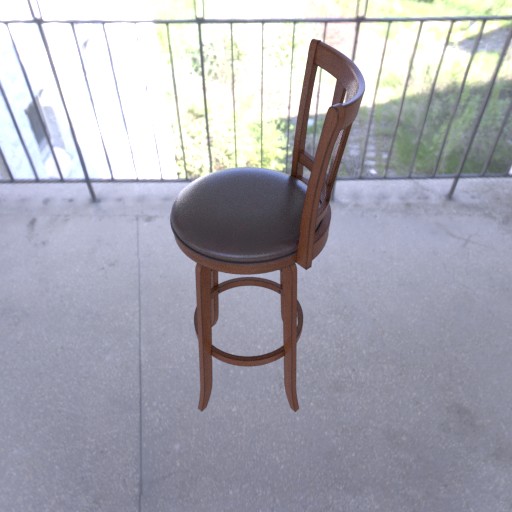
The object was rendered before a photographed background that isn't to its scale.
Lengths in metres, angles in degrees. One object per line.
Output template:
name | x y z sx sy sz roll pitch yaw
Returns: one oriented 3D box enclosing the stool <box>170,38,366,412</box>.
stool | 0.000 0.000 1.421 0.503 1.177 0.464 0 42 0
